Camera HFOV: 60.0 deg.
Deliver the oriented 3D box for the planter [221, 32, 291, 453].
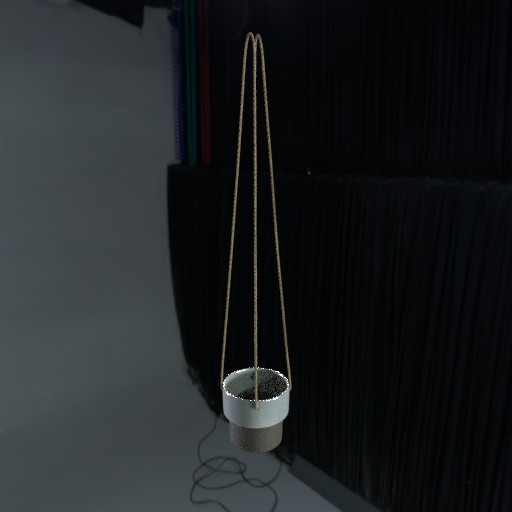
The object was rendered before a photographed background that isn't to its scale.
[{"bbox_3d":[0.000,0.000,1.163,0.187,1.073,0.187,13,18,43],"label":"planter"}]
